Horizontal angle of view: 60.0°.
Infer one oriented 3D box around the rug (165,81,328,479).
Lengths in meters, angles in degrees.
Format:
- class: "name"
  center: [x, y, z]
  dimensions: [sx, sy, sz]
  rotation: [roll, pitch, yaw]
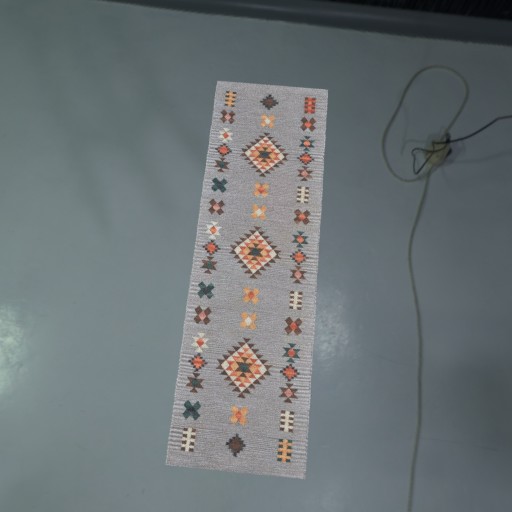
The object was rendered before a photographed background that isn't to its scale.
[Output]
- class: "rug"
  center: [0.000, 0.000, 2.717]
  dimensions: [0.766, 0.008, 2.432]
  rotation: [5, 75, 1]
